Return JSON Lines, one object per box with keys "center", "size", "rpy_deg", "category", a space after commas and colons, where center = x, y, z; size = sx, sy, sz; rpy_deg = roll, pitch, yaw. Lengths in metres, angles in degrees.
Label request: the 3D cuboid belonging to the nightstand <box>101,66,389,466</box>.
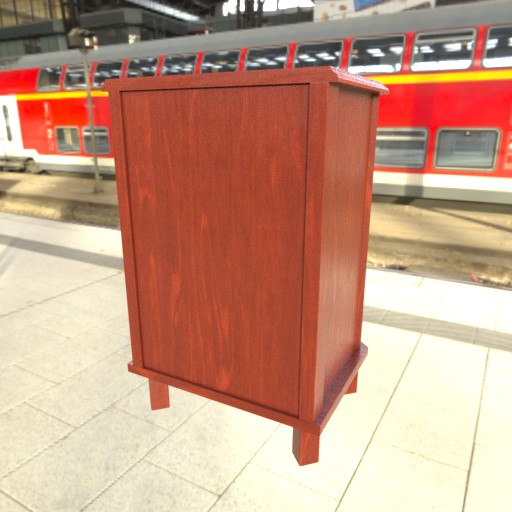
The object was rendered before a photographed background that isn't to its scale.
{"center": [0.000, 0.000, 0.929], "size": [0.435, 0.681, 0.351], "rpy_deg": [9, 19, 27], "category": "nightstand"}
